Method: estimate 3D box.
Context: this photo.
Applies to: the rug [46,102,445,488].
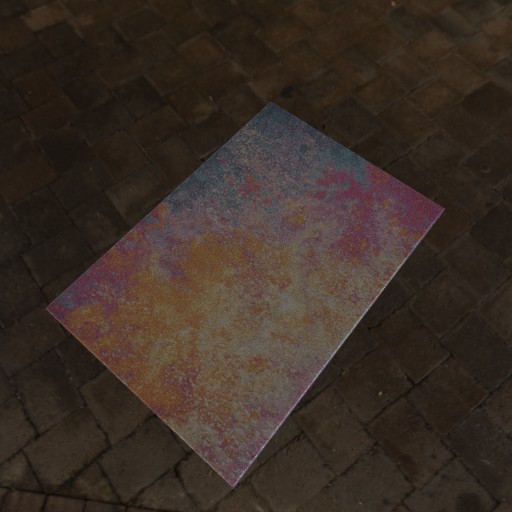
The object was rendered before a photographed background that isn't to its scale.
[{"bbox_3d":[0.000,0.000,3.765,2.007,0.013,2.896,37,70,16],"label":"rug"}]
